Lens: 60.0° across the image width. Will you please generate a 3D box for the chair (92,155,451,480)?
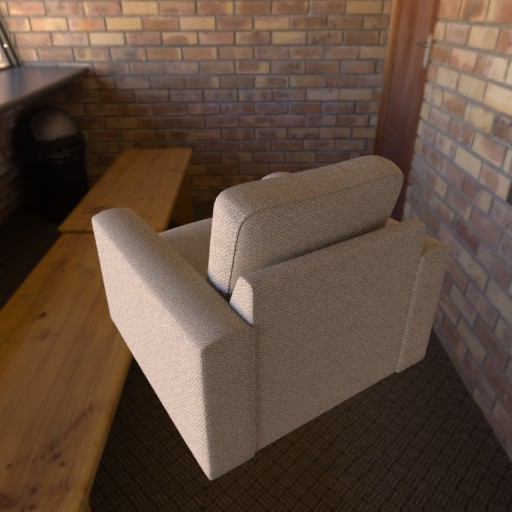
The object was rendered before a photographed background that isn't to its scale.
[{"bbox_3d":[0.000,0.000,1.755,1.005,0.873,1.016,-18,34,-28],"label":"chair"}]
